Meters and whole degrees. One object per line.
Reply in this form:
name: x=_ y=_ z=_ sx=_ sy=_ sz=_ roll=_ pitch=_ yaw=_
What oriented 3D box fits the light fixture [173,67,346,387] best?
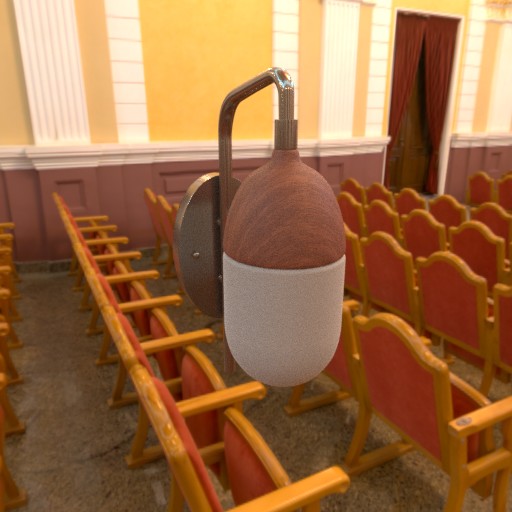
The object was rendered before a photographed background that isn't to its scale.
light fixture: x=0.000 y=0.000 z=0.442 sx=0.108 sy=0.343 sz=0.216 roll=-9 pitch=20 yaw=-26
